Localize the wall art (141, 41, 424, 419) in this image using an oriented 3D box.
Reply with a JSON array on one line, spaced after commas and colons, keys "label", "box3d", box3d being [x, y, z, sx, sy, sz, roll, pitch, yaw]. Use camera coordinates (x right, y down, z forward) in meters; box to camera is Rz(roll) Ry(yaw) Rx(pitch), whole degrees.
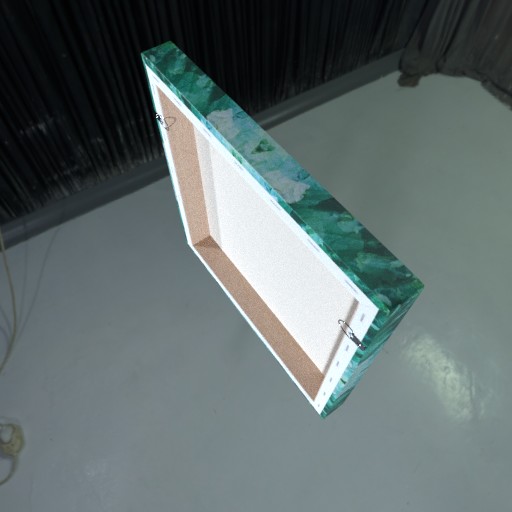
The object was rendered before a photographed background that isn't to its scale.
[{"label": "wall art", "box3d": [0.000, 0.000, 0.468, 0.033, 0.313, 0.313, -32, 64, -18]}]
